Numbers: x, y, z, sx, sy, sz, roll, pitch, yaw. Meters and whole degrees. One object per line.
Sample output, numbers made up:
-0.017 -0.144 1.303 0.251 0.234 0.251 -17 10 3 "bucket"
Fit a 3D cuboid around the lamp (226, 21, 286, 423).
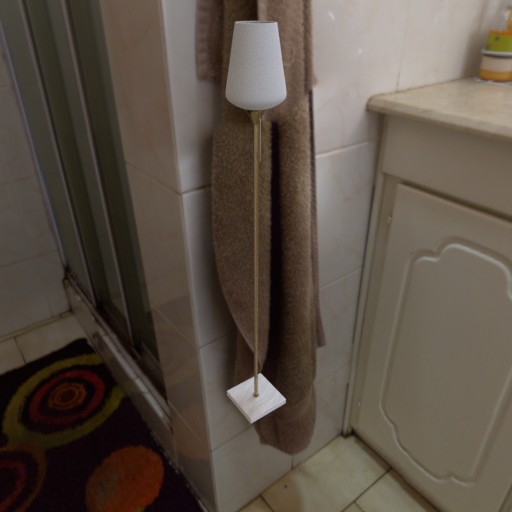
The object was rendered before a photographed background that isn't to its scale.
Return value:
0.000 0.000 1.941 0.229 1.813 0.232 -20 36 -30 "lamp"
